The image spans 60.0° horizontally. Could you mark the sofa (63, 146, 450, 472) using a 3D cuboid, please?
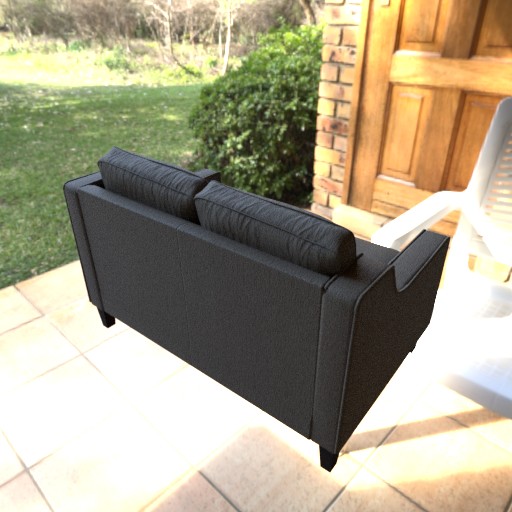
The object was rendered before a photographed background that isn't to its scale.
[{"bbox_3d":[0.000,0.000,2.132,1.503,0.981,0.985,21,36,32],"label":"sofa"}]
